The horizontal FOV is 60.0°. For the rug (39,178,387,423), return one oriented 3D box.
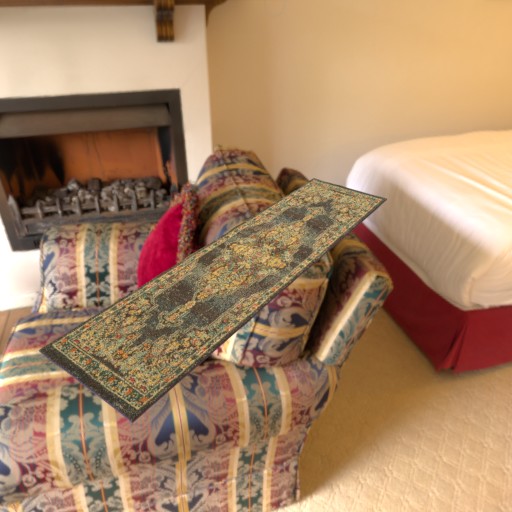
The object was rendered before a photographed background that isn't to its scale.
[{"bbox_3d":[0.000,0.000,2.493,0.602,0.016,2.283,22,39,30],"label":"rug"}]
